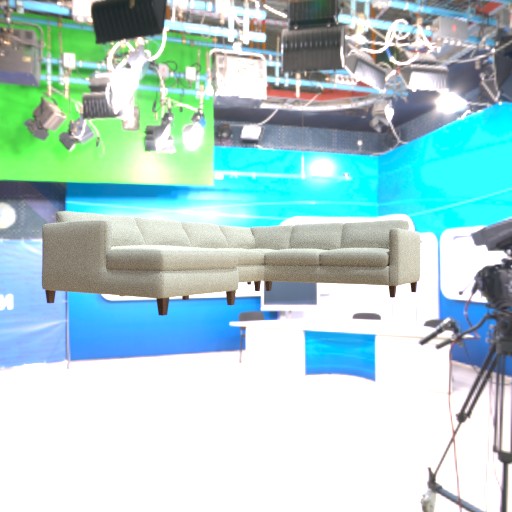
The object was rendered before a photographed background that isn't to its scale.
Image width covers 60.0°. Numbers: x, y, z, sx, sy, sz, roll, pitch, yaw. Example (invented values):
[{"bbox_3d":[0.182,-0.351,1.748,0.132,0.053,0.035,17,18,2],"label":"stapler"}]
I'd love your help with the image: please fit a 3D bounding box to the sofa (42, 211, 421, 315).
[{"bbox_3d":[0.000,0.000,4.600,2.551,0.853,3.238,0,0,35],"label":"sofa"}]
